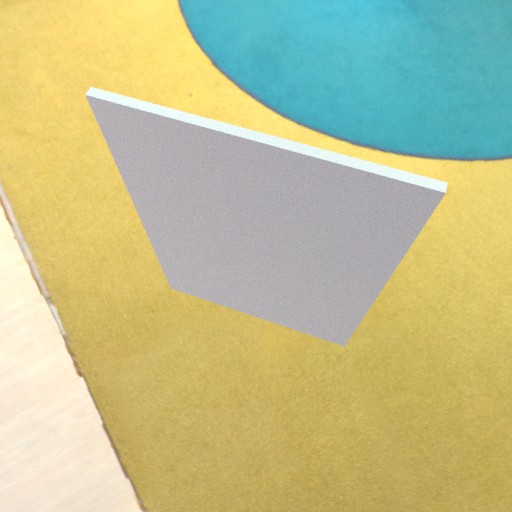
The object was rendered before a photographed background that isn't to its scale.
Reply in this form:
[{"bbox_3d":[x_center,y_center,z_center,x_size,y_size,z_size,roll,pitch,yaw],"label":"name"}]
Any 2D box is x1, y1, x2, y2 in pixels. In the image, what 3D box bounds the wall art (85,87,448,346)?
[{"bbox_3d":[0.000,0.000,0.683,0.381,0.533,0.013,17,64,9],"label":"wall art"}]
